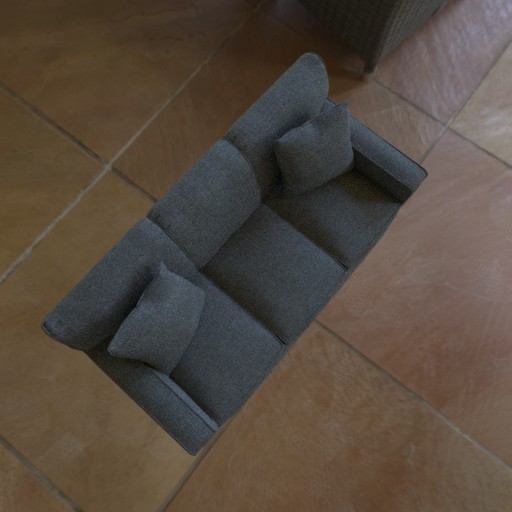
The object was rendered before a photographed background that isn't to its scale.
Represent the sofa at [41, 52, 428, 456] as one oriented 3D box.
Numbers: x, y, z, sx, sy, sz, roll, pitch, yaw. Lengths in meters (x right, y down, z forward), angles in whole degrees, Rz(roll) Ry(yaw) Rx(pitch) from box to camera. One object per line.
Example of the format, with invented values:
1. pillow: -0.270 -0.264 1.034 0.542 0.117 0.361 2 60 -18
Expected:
1. sofa: 0.000 0.000 2.588 0.997 0.958 2.024 40 78 10
